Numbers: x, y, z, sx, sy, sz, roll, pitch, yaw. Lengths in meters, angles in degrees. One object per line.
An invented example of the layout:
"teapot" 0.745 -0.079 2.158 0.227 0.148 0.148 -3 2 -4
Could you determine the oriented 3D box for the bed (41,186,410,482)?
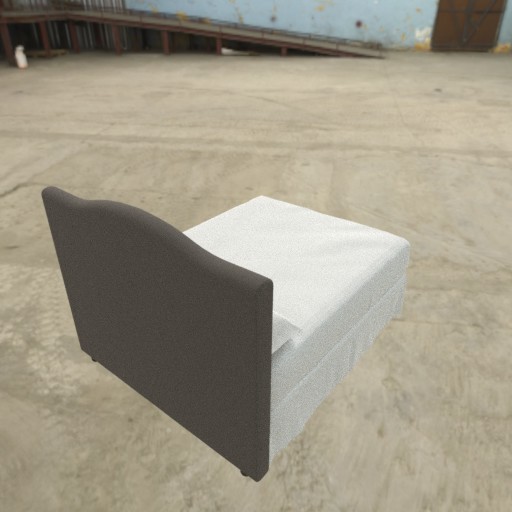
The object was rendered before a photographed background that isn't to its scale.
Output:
"bed" 0.000 0.000 3.140 1.666 1.387 2.036 22 36 33
